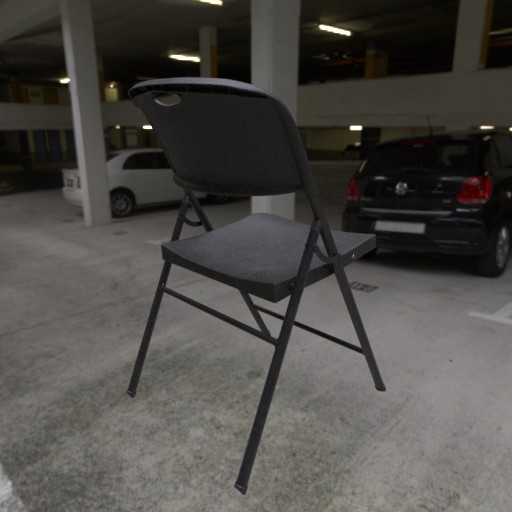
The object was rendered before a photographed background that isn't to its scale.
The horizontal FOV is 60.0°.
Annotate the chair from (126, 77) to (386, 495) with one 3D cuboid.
[{"bbox_3d":[0.000,0.000,1.136,0.566,0.810,0.494,-15,22,-41],"label":"chair"}]
